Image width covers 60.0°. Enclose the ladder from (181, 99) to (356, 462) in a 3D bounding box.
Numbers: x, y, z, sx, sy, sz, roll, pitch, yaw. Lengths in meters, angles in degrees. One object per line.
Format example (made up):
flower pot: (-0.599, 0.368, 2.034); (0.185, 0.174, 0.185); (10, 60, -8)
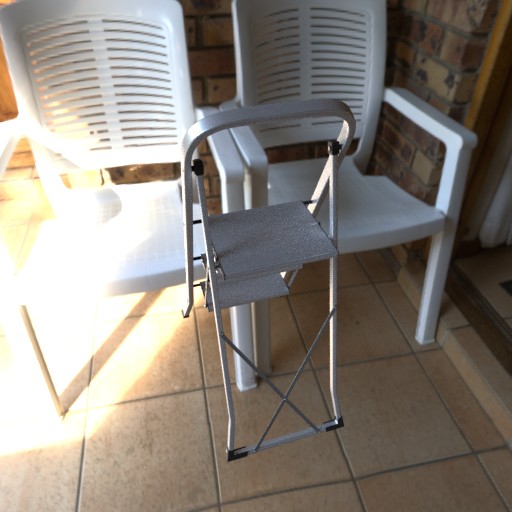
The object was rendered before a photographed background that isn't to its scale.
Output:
ladder: (0.000, 0.000, 1.389); (0.465, 1.070, 0.704); (-11, 41, -13)
